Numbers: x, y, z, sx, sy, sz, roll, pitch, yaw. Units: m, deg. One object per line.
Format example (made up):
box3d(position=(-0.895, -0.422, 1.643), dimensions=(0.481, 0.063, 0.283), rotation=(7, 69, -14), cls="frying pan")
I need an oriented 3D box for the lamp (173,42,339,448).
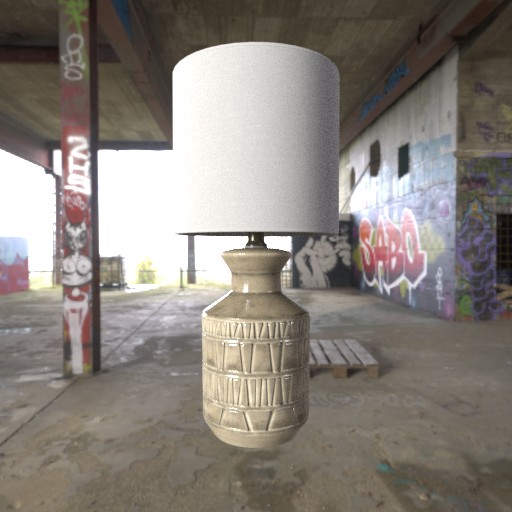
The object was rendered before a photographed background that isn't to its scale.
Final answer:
box3d(position=(0.000, 0.000, 0.575), dimensions=(0.211, 0.455, 0.211), rotation=(0, 1, 17), cls="lamp")
